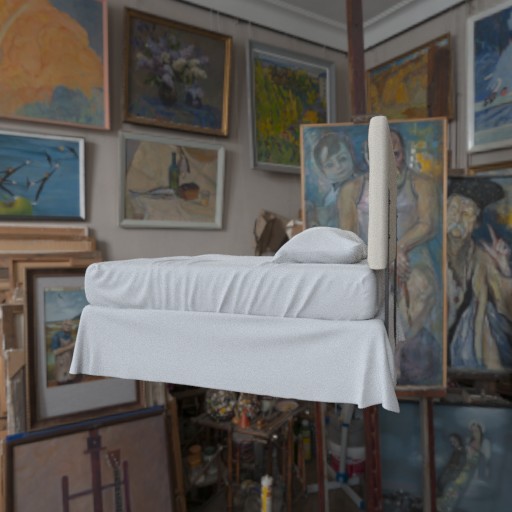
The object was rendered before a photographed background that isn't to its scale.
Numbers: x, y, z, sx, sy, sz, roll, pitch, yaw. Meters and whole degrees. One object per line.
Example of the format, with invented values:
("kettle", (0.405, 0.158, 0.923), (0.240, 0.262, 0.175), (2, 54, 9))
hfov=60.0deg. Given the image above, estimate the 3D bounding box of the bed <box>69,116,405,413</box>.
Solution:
("bed", (0.000, 0.000, 3.490), (2.222, 1.577, 1.936), (1, 2, 19))
